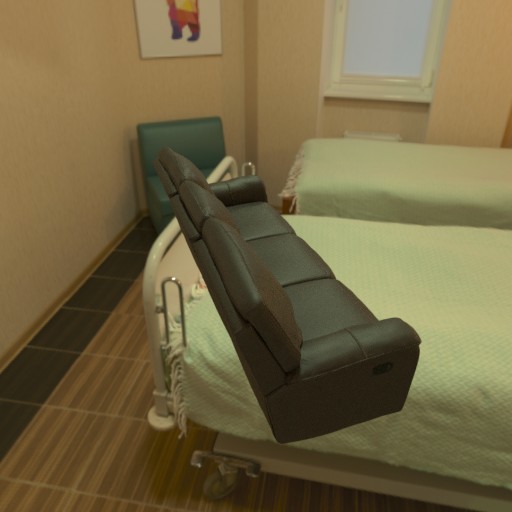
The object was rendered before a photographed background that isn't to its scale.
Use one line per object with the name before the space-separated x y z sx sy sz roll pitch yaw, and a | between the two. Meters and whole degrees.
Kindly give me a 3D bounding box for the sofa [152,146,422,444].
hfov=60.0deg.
sofa | 0.000 0.000 3.284 1.104 1.134 2.627 -10 32 -17
